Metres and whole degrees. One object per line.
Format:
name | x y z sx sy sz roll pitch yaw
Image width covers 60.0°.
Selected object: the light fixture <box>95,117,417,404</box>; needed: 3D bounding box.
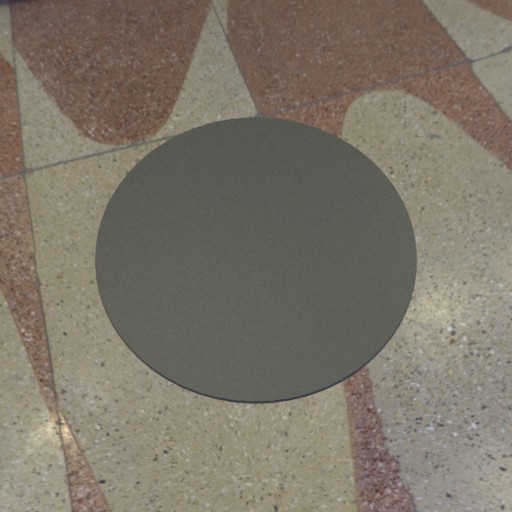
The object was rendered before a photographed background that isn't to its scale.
light fixture | 0.000 0.000 0.555 0.368 0.100 0.368 0 63 0
